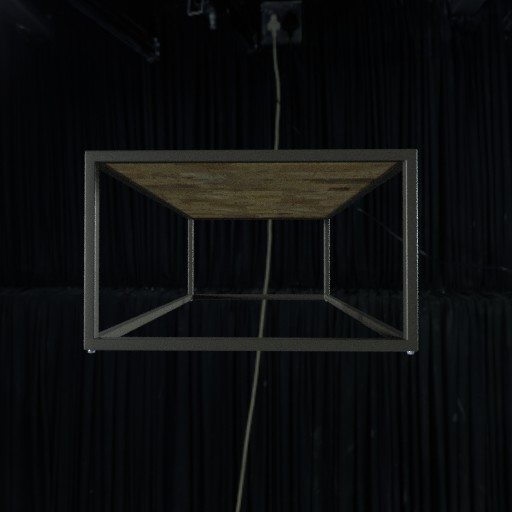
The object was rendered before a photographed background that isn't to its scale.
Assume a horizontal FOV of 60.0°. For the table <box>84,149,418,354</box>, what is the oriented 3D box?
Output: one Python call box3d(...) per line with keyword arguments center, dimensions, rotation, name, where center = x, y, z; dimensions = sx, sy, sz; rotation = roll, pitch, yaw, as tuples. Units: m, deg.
box3d(center=(0.000, 0.000, 1.460), dimensions=(0.649, 0.398, 1.199), rotation=(0, -1, 1), name="table")
